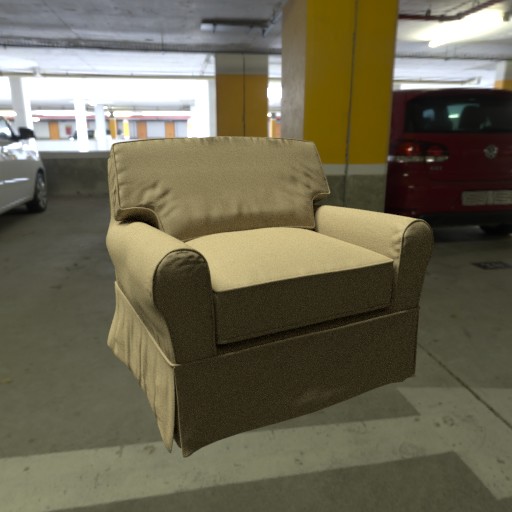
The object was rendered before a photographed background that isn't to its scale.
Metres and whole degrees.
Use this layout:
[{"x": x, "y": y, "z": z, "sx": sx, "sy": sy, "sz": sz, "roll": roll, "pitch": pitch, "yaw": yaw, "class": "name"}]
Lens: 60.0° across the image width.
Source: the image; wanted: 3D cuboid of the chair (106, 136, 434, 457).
[{"x": 0.000, "y": 0.000, "z": 1.802, "sx": 1.096, "sy": 0.937, "sz": 0.903, "roll": -8, "pitch": 17, "yaw": -26, "class": "chair"}]
